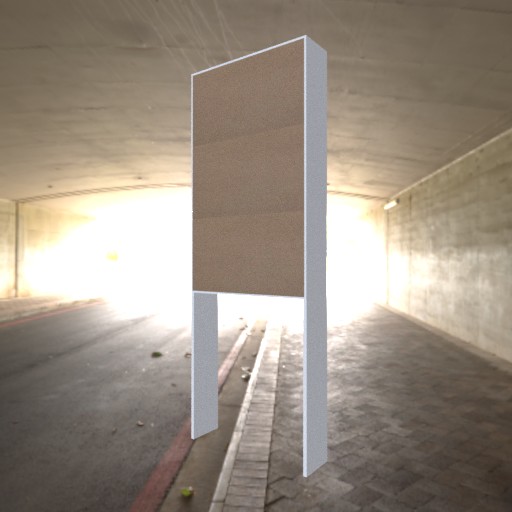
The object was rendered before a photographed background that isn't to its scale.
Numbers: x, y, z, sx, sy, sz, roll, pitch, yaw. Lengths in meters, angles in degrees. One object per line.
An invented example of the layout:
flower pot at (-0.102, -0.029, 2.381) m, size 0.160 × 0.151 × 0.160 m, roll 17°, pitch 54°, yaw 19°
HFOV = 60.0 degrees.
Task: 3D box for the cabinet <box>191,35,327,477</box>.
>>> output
cabinet at (0.000, 0.000, 2.040) m, size 0.643 × 1.770 × 0.192 m, roll 0°, pitch 0°, yaw 37°
